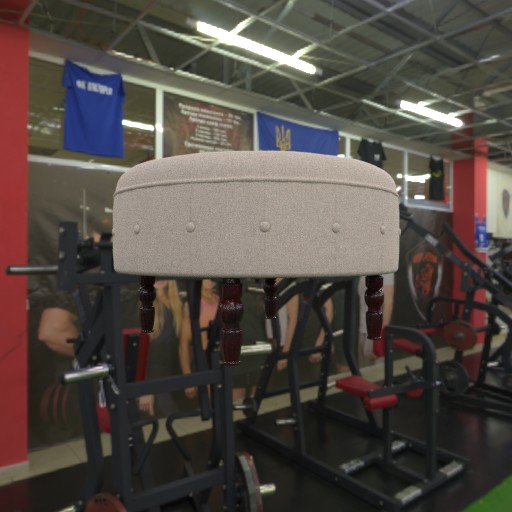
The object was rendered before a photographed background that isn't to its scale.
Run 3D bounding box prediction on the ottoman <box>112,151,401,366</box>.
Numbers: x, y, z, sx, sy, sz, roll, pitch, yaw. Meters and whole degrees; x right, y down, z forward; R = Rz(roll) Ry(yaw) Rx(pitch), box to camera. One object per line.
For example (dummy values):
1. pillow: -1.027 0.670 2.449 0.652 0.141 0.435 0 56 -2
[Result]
1. ottoman: 0.000 0.000 1.381 0.848 0.494 0.848 0 0 0
